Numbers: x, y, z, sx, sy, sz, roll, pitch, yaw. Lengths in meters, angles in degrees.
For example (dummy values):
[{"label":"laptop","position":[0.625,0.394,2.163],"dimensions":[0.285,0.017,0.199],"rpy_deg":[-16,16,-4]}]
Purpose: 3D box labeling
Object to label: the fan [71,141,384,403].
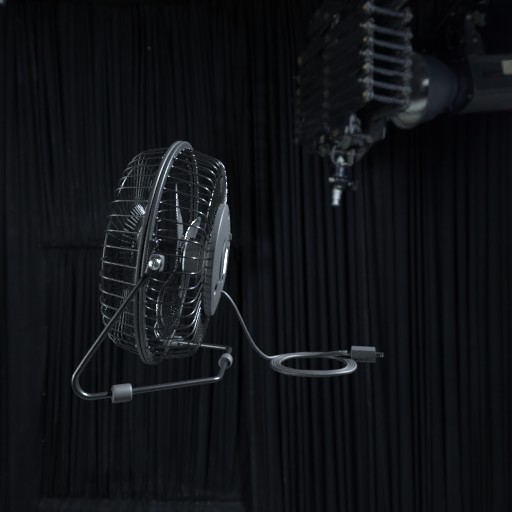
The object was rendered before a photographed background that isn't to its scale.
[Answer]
[{"label":"fan","position":[0.000,0.000,0.372],"dimensions":[0.227,0.188,0.209],"rpy_deg":[0,0,1]}]
